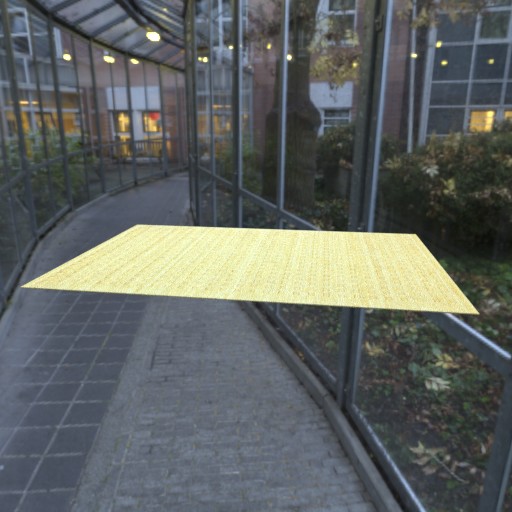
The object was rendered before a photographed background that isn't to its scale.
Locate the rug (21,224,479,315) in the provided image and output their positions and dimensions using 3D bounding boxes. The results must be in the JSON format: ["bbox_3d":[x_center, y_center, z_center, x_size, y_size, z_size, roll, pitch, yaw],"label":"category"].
[{"bbox_3d":[0.000,0.000,2.900,2.286,0.006,1.524,3,17,8],"label":"rug"}]
